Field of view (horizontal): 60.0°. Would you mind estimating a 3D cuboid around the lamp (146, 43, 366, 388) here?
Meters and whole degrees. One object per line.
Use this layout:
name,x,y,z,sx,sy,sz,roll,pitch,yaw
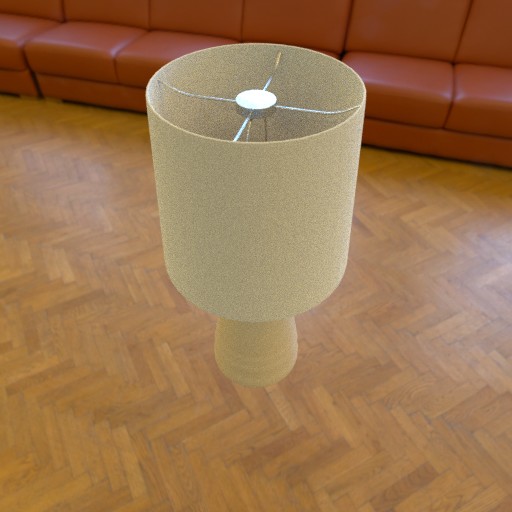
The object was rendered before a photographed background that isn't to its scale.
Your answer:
lamp,0.000,0.000,0.466,0.186,0.369,0.186,0,46,0
